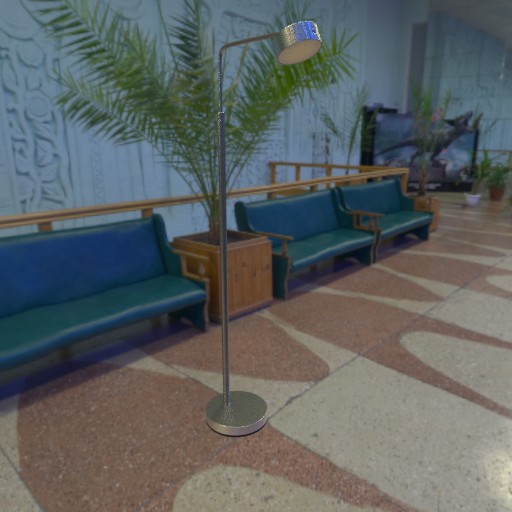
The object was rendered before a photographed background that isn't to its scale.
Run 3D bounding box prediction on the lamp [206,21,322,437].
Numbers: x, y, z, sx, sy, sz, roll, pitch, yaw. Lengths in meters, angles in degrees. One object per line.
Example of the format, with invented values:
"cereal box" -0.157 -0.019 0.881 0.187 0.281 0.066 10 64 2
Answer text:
"lamp" 0.000 0.000 1.371 0.222 1.250 0.421 -14 21 -42
